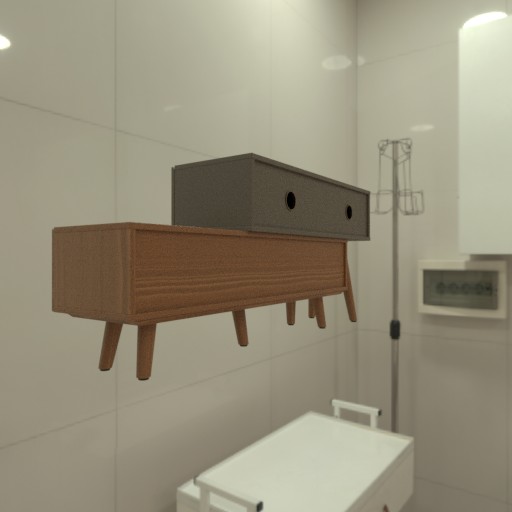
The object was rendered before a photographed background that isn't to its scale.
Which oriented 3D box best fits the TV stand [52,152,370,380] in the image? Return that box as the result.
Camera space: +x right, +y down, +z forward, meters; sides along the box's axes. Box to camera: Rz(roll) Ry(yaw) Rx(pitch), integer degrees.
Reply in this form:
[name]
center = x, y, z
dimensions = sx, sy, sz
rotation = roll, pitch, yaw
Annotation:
[TV stand]
center = 0.000, 0.000, 1.568
dimensions = 0.329, 0.591, 1.336
rotation = 0, 0, 35
